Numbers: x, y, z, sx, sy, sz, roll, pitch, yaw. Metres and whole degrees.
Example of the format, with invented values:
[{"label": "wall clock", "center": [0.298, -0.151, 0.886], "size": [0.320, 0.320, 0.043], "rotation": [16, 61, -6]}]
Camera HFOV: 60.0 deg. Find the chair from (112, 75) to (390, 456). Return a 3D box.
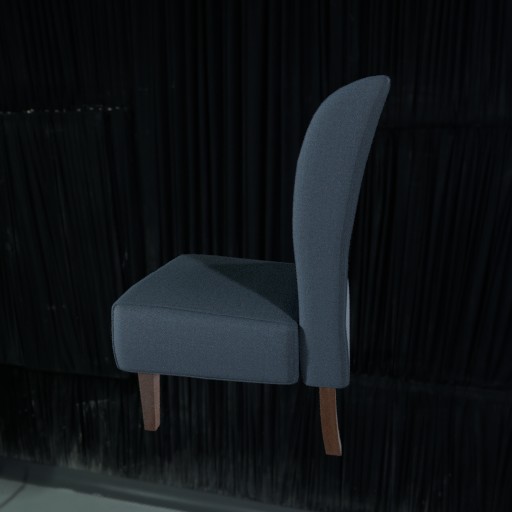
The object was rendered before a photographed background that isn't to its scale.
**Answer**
[{"label": "chair", "center": [0.000, 0.000, 1.153], "size": [0.592, 0.804, 0.513], "rotation": [2, 14, 10]}]
